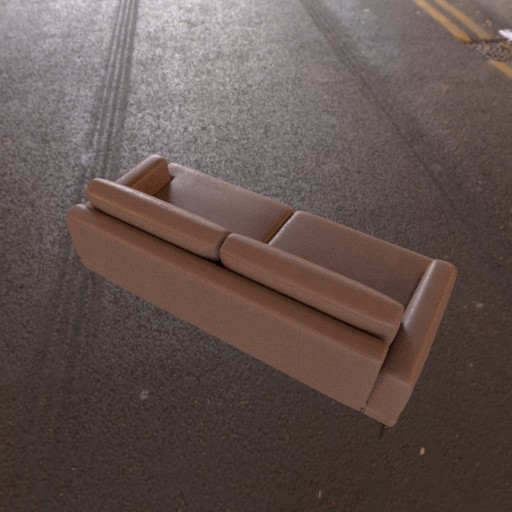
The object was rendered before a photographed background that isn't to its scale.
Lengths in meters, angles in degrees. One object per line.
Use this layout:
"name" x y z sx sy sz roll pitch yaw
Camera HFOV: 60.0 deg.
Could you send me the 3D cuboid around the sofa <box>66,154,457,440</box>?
"sofa" 0.000 0.000 2.398 1.940 0.765 0.974 23 50 21
